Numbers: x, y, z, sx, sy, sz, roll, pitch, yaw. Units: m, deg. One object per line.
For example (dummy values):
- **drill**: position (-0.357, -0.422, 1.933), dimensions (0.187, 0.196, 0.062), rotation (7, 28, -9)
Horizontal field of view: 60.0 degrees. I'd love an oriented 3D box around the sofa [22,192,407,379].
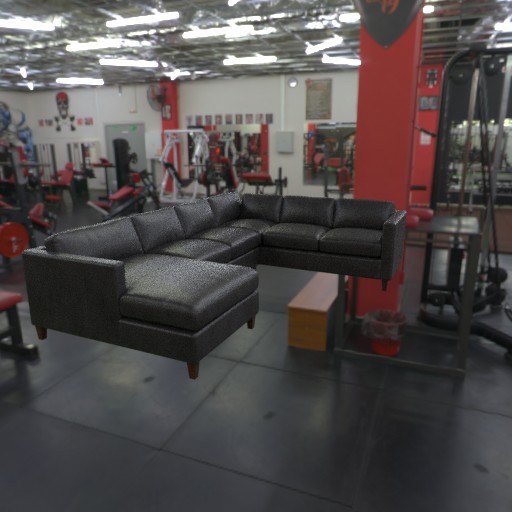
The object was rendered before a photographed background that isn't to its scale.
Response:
- **sofa**: position (0.000, 0.000, 4.428), dimensions (2.452, 0.891, 3.324), rotation (7, 16, 24)
